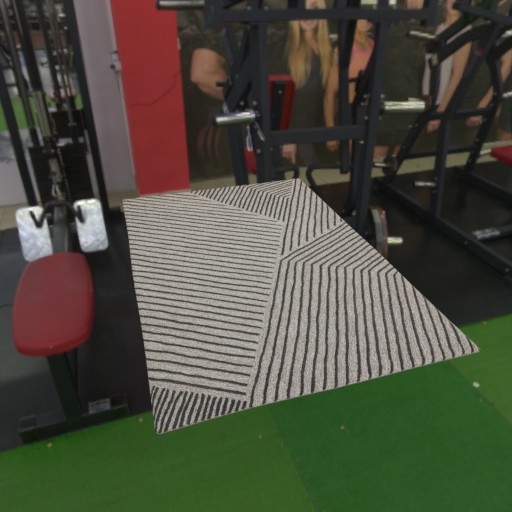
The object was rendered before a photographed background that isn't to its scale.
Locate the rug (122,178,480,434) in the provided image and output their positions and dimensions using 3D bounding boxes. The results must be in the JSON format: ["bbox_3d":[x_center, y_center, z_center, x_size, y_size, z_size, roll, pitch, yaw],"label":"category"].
[{"bbox_3d":[0.000,0.000,2.286,1.237,0.019,1.842,-9,33,-15],"label":"rug"}]
